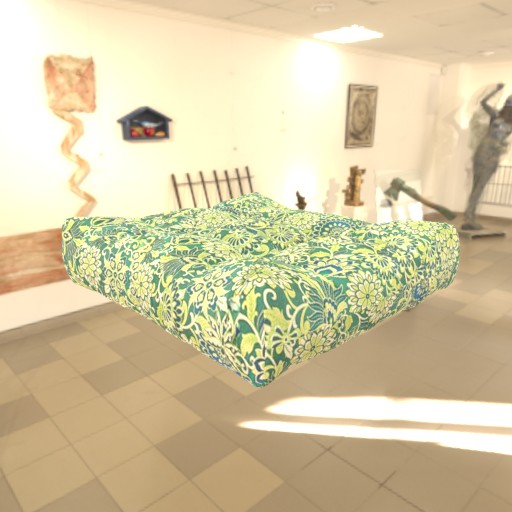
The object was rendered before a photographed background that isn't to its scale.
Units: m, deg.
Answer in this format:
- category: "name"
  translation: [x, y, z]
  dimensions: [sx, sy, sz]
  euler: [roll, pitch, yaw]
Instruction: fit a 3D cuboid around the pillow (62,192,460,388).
- category: "pillow"
  translation: [0.000, 0.000, 0.728]
  dimensions: [0.468, 0.128, 0.490]
  euler: [-15, 22, -41]
